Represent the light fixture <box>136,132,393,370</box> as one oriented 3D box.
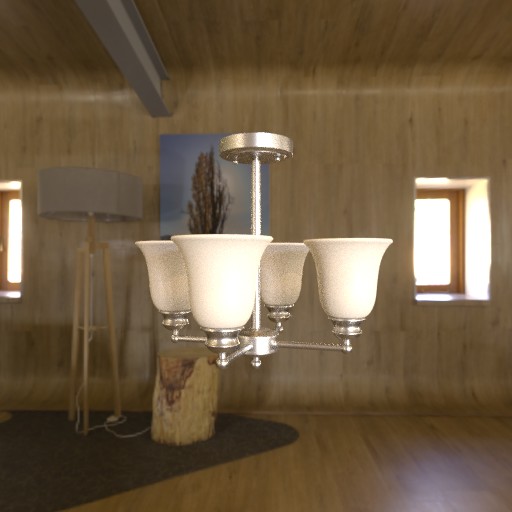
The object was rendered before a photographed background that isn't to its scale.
[{"bbox_3d":[0.000,0.000,0.725,0.427,0.370,0.427,0,0,18],"label":"light fixture"}]
